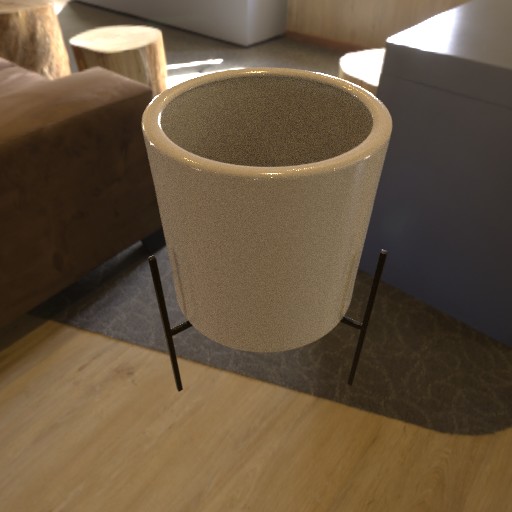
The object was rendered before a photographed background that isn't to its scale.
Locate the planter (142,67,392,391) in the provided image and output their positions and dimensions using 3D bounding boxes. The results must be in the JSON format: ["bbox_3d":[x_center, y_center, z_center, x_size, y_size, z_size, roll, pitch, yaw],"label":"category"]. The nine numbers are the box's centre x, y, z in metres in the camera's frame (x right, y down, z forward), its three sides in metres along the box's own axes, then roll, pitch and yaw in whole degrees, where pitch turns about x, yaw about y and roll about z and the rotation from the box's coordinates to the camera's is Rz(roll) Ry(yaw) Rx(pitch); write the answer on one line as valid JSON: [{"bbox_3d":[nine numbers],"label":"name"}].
[{"bbox_3d":[0.000,0.000,0.639,0.308,0.431,0.307,-25,48,-25],"label":"planter"}]
